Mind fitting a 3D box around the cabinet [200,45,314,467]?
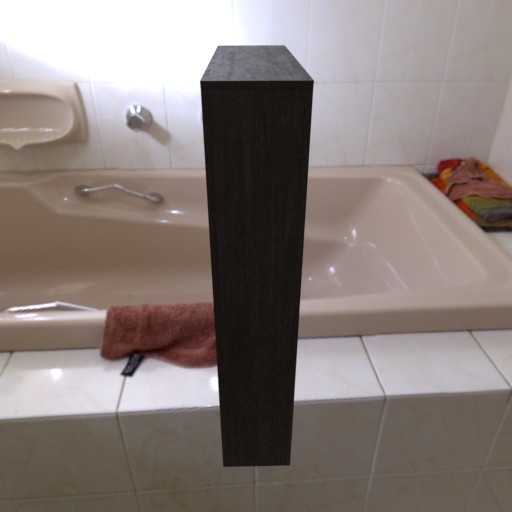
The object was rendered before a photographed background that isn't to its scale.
[{"bbox_3d":[0.000,0.000,1.562,0.250,1.280,0.750,-1,30,-1],"label":"cabinet"}]
